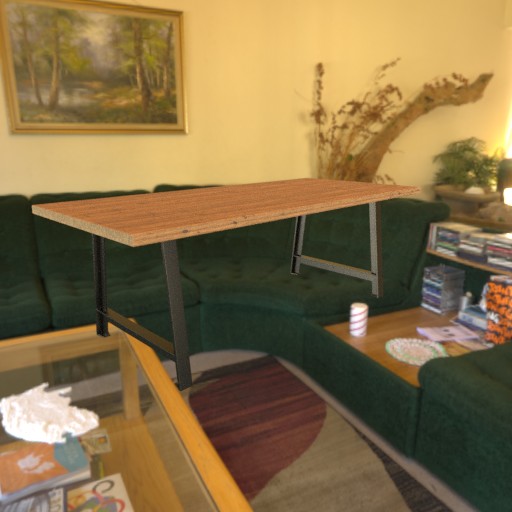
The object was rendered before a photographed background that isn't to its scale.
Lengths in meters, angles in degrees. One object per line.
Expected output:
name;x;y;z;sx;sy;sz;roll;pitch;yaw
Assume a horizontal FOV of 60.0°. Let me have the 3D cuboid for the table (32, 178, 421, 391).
table;0.000;0.000;2.737;2.200;0.757;1.000;-14;21;-43
